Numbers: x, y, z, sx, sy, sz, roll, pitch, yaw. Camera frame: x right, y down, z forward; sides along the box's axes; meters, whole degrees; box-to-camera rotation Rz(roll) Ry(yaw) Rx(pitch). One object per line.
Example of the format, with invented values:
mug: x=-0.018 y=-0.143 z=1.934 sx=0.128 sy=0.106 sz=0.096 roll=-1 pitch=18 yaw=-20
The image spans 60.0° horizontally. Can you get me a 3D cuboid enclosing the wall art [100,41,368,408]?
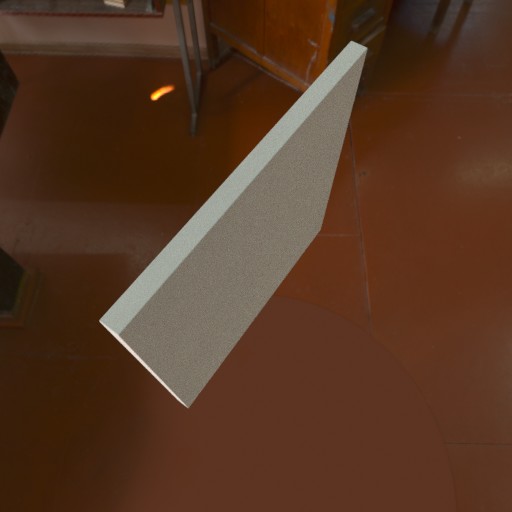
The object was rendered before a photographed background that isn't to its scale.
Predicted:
wall art: x=0.000 y=0.000 z=1.140 sx=0.040 sy=0.762 sz=0.762 roll=32 pitch=68 yaw=15
